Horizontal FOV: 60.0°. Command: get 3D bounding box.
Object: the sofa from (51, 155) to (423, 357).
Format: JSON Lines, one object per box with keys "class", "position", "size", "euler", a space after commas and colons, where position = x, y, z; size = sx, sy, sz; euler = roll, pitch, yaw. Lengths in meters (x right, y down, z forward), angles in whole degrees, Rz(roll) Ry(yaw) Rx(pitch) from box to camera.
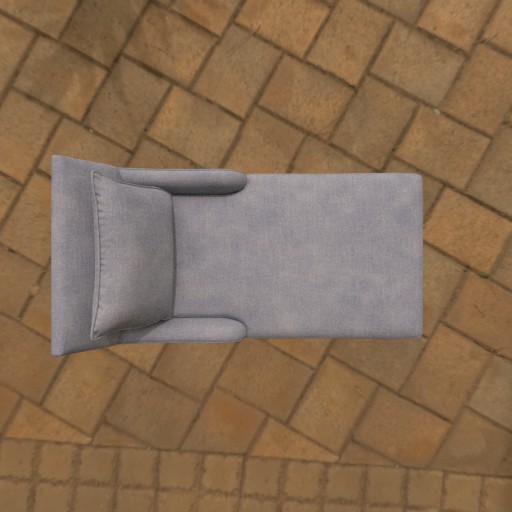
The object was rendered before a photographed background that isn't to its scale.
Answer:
{"class": "sofa", "position": [0.000, 0.000, 2.297], "size": [1.779, 0.883, 0.904], "euler": [0, 90, -1]}
